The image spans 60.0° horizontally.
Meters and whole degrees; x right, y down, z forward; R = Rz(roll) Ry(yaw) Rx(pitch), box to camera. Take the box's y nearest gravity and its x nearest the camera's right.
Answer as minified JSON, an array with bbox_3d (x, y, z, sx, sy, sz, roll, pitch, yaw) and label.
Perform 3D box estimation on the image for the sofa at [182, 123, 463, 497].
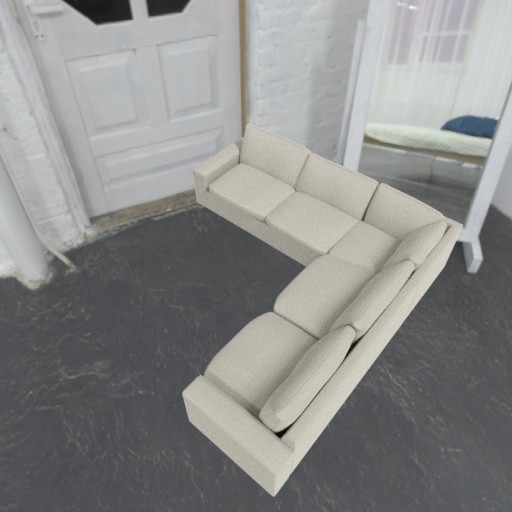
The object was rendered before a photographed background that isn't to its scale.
[{"bbox_3d":[0.000,0.000,4.694,3.066,0.918,3.206,31,54,26],"label":"sofa"}]
